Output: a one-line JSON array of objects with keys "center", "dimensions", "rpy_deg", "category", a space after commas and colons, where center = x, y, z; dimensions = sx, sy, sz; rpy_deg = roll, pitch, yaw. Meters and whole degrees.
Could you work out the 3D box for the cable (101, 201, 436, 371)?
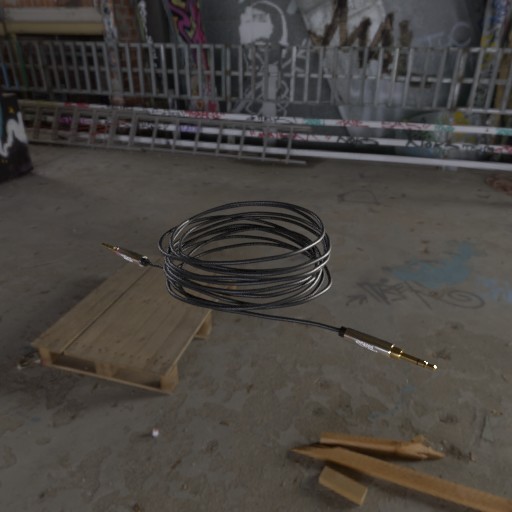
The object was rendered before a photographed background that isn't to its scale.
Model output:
[{"center": [0.000, 0.000, 0.502], "dimensions": [0.432, 0.069, 0.198], "rpy_deg": [19, 32, 32], "category": "cable"}]
